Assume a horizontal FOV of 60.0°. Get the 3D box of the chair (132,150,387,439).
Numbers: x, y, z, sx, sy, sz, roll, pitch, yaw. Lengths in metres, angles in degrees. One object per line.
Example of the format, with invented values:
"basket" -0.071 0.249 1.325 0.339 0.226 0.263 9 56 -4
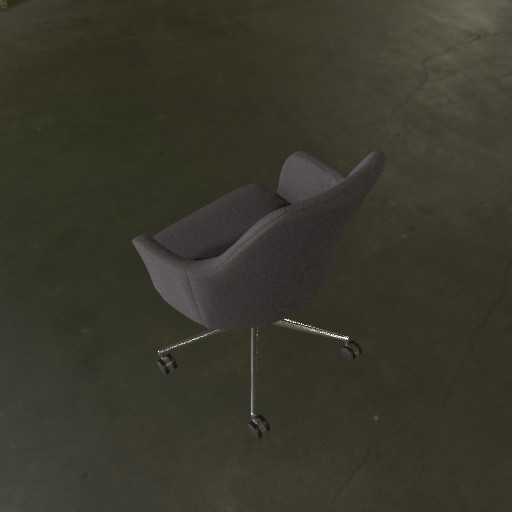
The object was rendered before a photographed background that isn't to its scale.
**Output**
"chair" 0.000 0.000 1.266 0.655 0.820 0.600 -33 55 -27
